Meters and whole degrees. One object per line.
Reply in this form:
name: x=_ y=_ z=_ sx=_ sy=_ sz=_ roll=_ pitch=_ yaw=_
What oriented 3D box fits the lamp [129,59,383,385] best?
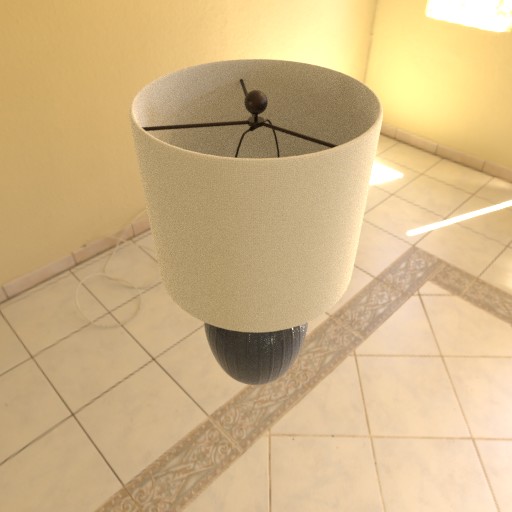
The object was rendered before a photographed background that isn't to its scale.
lamp: x=0.000 y=0.000 z=0.763 sx=0.329 sy=0.570 sz=0.329 roll=26 pitch=47 yaw=26
